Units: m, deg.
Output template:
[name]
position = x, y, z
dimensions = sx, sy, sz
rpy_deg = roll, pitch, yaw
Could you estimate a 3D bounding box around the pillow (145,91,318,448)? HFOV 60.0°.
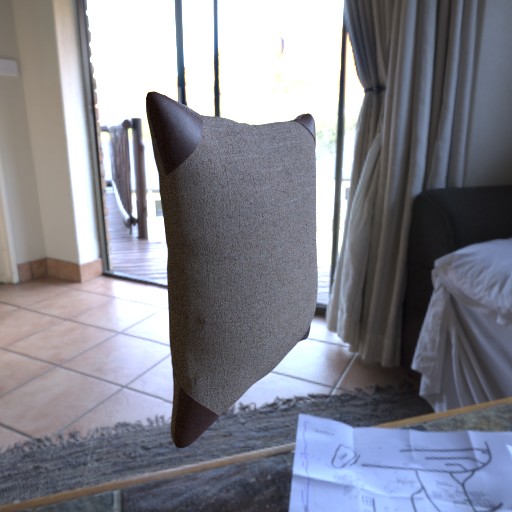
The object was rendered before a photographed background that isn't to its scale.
[pillow]
position = 0.000, 0.000, 0.691
dimensions = 0.147, 0.448, 0.437
rpy_deg = 8, 16, 27
